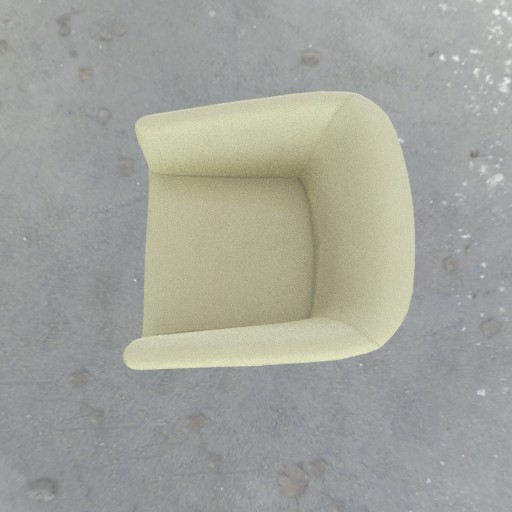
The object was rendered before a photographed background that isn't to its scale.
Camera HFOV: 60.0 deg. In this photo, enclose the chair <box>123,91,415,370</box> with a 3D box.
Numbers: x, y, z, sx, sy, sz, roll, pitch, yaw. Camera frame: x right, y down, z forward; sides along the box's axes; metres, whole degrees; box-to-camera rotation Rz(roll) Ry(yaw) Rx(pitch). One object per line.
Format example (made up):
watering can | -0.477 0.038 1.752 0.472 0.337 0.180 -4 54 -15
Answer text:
chair | 0.000 0.000 1.317 0.657 0.822 0.643 -1 76 0
